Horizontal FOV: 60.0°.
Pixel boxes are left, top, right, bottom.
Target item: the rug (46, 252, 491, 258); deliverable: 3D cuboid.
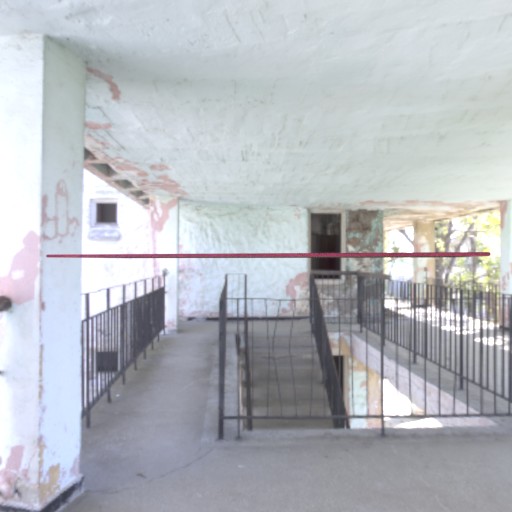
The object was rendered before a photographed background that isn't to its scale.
[{"bbox_3d":[0.000,0.000,2.712,2.439,0.018,0.813,0,-1,18],"label":"rug"}]
